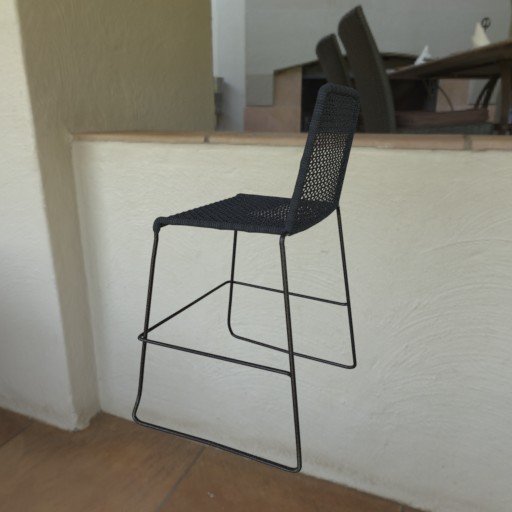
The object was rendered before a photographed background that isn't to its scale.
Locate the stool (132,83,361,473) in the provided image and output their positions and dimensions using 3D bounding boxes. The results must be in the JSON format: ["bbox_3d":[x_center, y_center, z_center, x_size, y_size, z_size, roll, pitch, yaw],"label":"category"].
[{"bbox_3d":[0.000,0.000,1.278,0.509,0.905,0.590,8,19,25],"label":"stool"}]
